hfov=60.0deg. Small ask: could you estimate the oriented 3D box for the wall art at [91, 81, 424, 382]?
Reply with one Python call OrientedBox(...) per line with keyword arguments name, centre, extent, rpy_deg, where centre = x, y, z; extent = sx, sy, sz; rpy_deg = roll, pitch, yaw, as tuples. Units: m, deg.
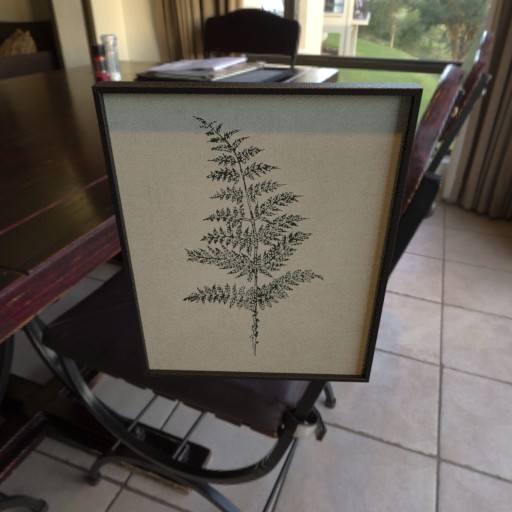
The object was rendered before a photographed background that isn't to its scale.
OrientedBox(name="wall art", centre=(0.000, 0.000, 0.758), extent=(0.449, 0.555, 0.039), rpy_deg=(1, 31, 2))
